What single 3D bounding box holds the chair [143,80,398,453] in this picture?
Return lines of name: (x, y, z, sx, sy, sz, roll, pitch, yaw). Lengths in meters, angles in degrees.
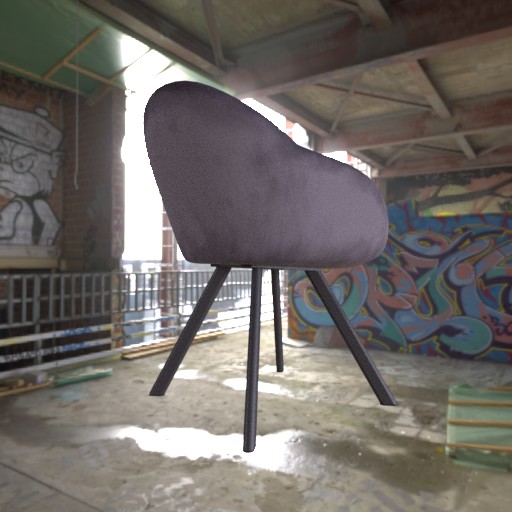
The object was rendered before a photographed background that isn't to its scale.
chair: (0.000, 0.000, 1.206, 0.590, 0.795, 0.550, 0, -1, -37)
